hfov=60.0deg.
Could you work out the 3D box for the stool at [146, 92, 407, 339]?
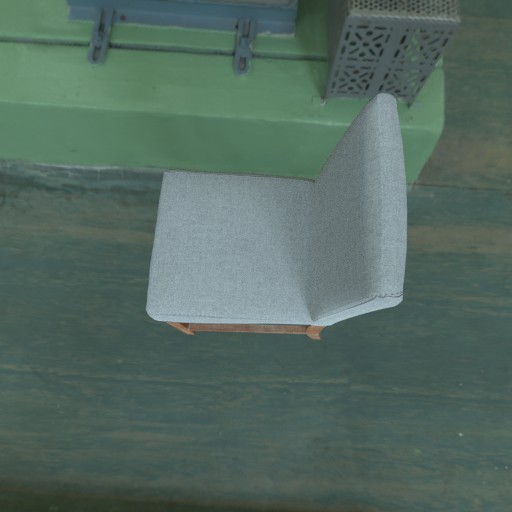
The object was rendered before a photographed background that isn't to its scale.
[{"bbox_3d":[0.000,0.000,1.355,0.570,1.088,0.439,3,76,1],"label":"stool"}]
